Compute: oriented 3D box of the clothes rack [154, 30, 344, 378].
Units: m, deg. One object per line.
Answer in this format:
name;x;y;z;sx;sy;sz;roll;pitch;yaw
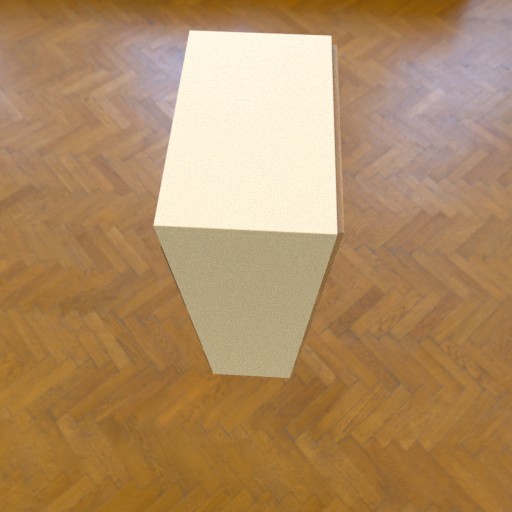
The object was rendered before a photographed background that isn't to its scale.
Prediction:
clothes rack;0.000;0.000;1.391;0.331;1.187;0.500;3;63;1
